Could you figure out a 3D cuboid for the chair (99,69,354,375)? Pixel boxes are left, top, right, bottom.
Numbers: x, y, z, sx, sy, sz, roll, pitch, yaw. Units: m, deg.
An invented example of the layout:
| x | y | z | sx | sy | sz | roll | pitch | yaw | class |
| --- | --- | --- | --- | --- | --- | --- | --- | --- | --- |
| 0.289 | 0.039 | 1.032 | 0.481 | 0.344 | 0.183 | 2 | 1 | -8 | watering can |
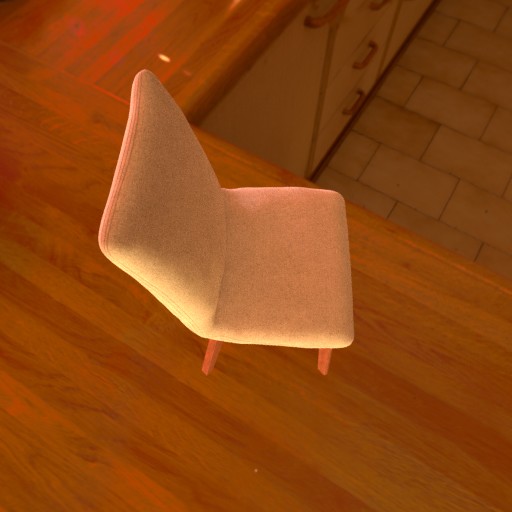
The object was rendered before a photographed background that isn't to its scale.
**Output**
| x | y | z | sx | sy | sz | roll | pitch | yaw | class |
| --- | --- | --- | --- | --- | --- | --- | --- | --- | --- |
| 0.000 | 0.000 | 1.301 | 0.563 | 0.974 | 0.522 | 1 | 64 | 1 | chair |
